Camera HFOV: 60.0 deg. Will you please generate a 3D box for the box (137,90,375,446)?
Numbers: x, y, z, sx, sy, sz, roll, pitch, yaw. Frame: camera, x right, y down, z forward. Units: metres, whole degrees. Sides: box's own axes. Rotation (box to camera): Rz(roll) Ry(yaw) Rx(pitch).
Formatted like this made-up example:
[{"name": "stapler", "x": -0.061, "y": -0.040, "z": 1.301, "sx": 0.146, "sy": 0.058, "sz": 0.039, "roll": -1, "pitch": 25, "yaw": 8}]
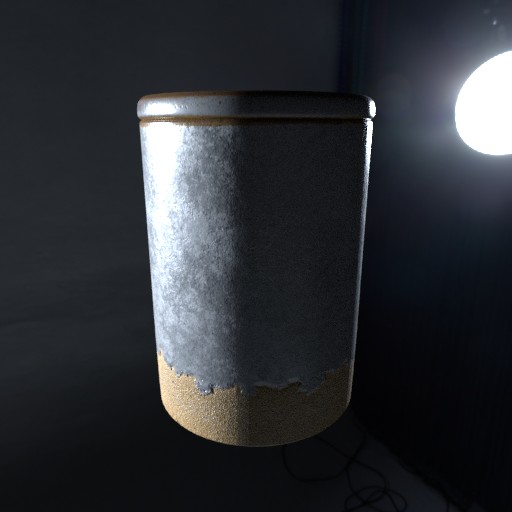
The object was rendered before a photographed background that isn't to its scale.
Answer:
[{"name": "box", "x": 0.000, "y": 0.000, "z": 0.249, "sx": 0.118, "sy": 0.168, "sz": 0.118, "roll": 0, "pitch": 16, "yaw": 0}]
